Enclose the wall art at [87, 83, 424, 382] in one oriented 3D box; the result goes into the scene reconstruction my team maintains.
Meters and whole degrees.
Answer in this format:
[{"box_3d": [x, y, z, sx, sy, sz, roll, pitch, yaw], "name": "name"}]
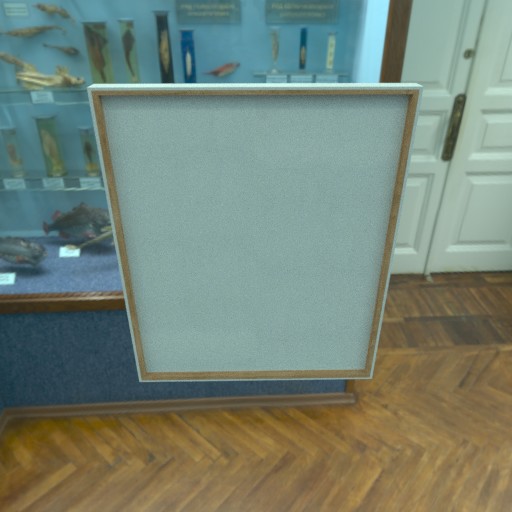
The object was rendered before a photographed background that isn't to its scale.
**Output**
[{"box_3d": [0.000, 0.000, 0.833, 0.508, 0.606, 0.037, -1, 30, -1], "name": "wall art"}]
